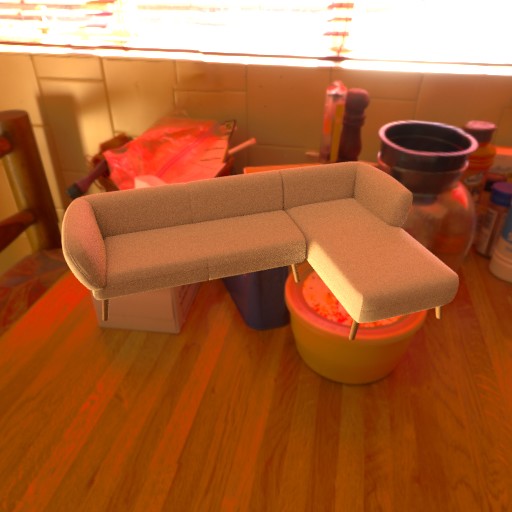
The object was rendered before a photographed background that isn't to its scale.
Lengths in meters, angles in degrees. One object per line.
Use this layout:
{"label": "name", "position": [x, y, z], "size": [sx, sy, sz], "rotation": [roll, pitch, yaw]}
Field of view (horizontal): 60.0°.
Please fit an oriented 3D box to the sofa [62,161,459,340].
{"label": "sofa", "position": [0.000, 0.000, 3.367], "size": [2.660, 0.730, 1.610], "rotation": [-10, 34, -15]}
